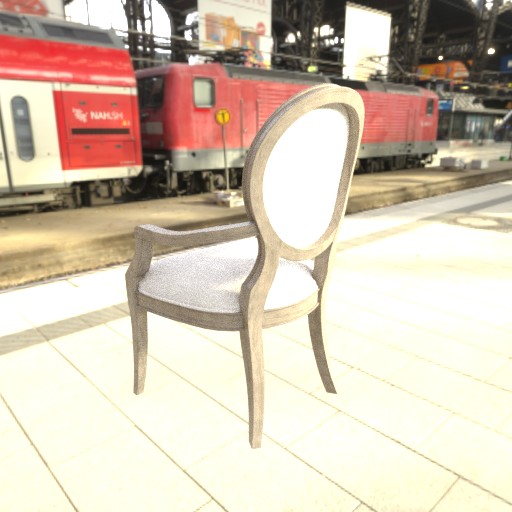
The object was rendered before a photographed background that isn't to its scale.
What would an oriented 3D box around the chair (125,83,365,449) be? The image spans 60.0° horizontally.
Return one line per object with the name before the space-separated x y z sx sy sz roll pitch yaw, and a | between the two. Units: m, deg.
chair | 0.000 0.000 1.408 0.602 0.991 0.611 15 22 43
